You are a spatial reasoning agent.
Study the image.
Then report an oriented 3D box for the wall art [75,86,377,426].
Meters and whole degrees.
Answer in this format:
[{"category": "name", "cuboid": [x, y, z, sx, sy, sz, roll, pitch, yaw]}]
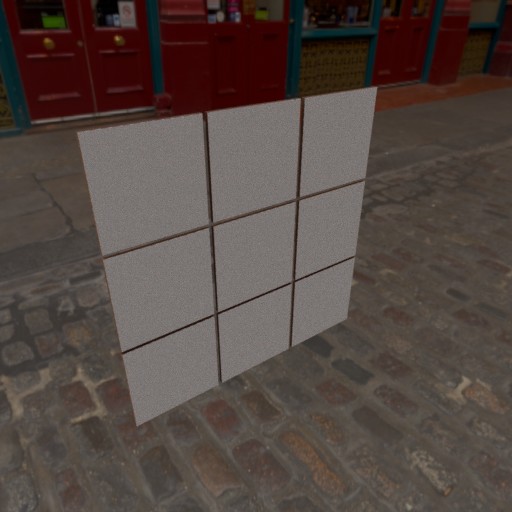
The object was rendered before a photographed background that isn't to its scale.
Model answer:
[{"category": "wall art", "cuboid": [0.000, 0.000, 1.889, 1.256, 1.246, 0.017, -20, 36, -30]}]
